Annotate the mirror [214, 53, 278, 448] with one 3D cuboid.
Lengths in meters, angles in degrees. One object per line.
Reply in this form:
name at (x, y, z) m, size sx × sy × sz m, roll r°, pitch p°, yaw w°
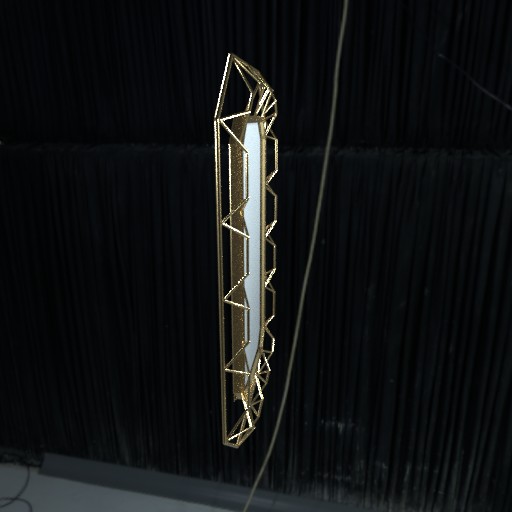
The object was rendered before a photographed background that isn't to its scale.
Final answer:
mirror at (0.000, 0.000, 1.082) m, size 0.051 × 0.870 × 0.572 m, roll 3°, pitch 18°, yaw 9°
